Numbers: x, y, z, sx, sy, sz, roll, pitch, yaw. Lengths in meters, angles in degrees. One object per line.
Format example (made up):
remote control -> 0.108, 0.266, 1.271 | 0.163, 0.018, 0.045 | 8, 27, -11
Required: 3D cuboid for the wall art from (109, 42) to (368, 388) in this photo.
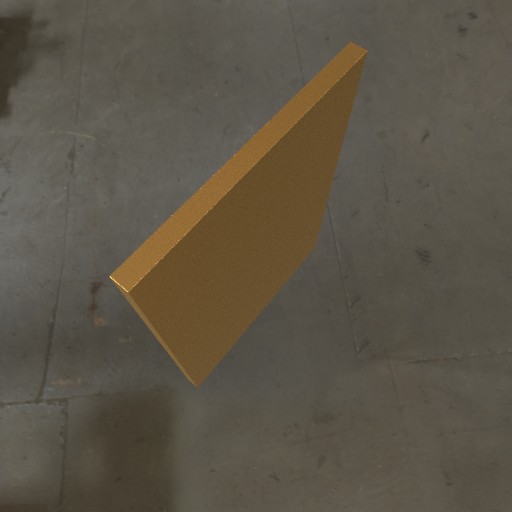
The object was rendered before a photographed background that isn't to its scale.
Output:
wall art -> 0.000, 0.000, 1.085 | 0.038, 0.812, 0.610 | 36, 70, 16
